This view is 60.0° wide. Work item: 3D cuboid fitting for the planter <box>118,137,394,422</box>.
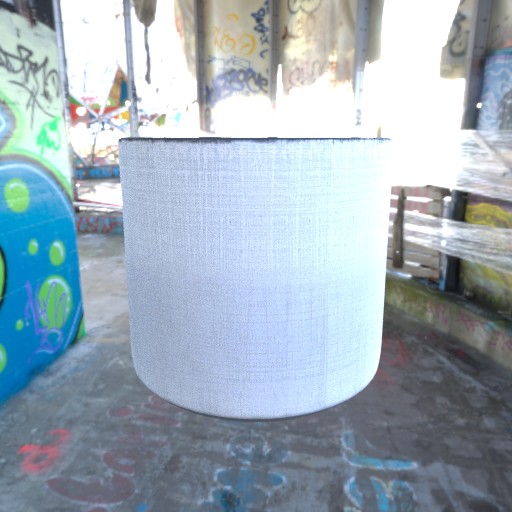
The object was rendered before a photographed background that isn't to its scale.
[{"bbox_3d":[0.000,0.000,0.388,0.221,0.201,0.221,0,15,0],"label":"planter"}]
